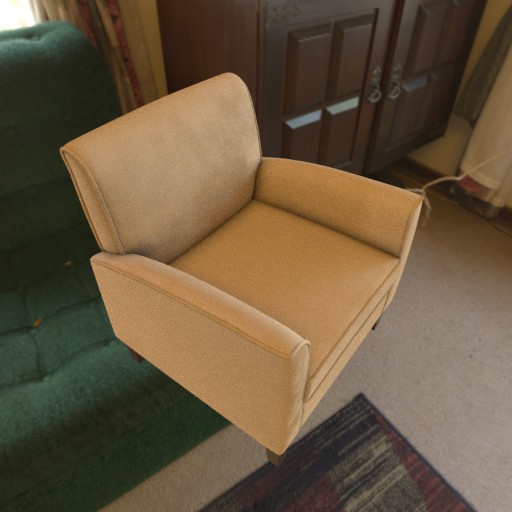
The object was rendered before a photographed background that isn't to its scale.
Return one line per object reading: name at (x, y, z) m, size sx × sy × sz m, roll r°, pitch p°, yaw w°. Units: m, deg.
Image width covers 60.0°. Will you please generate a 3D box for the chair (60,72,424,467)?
chair at (0.000, 0.000, 1.532) m, size 0.821 × 0.915 × 0.820 m, roll 27°, pitch 48°, yaw 27°
